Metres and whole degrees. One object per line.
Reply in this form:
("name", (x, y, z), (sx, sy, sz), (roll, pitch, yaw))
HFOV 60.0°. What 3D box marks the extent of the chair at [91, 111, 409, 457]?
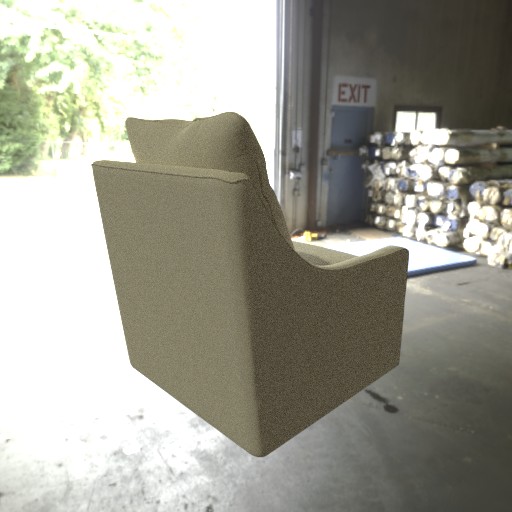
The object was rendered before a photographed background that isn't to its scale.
("chair", (0.000, 0.000, 1.613), (0.876, 0.965, 0.756), (-14, 21, -42))
